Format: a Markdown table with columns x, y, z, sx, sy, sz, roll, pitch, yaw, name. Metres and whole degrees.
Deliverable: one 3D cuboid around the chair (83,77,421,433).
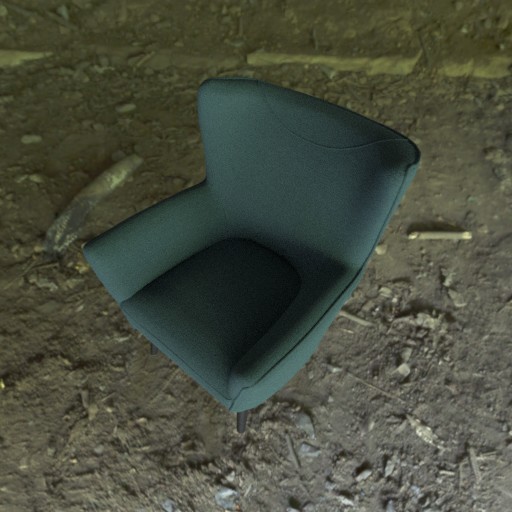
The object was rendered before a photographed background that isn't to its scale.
| x | y | z | sx | sy | sz | roll | pitch | yaw | name |
| --- | --- | --- | --- | --- | --- | --- | --- | --- | --- |
| 0.000 | 0.000 | 1.574 | 0.781 | 0.933 | 0.888 | 32 | 55 | 27 | chair |
